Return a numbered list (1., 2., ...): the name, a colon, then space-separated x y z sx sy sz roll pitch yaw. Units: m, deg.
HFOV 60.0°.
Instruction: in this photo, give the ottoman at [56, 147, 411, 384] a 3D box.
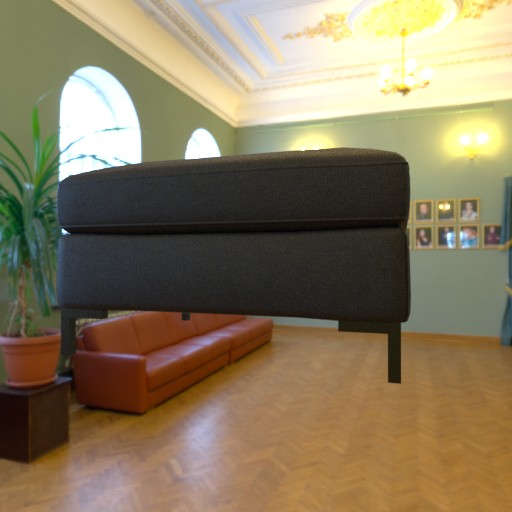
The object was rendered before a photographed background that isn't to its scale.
1. ottoman: 0.000 0.000 1.822 1.187 0.696 0.967 0 0 18
